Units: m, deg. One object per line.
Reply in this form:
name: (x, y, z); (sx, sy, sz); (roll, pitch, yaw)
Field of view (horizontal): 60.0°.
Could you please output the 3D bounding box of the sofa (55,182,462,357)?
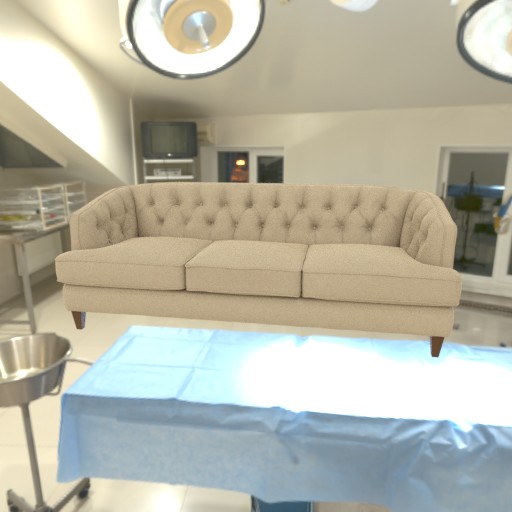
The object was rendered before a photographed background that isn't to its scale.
sofa: (0.000, 0.000, 2.830); (2.278, 0.855, 0.941); (3, 14, 10)
